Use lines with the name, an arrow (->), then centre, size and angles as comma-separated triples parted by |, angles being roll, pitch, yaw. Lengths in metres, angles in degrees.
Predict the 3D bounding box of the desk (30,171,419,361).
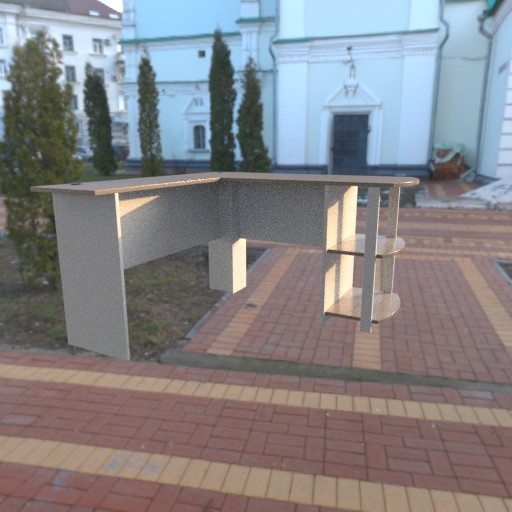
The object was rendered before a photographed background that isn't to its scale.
desk -> 0.000, 0.000, 2.128 | 1.303, 0.716, 1.361 | 7, 15, 27
